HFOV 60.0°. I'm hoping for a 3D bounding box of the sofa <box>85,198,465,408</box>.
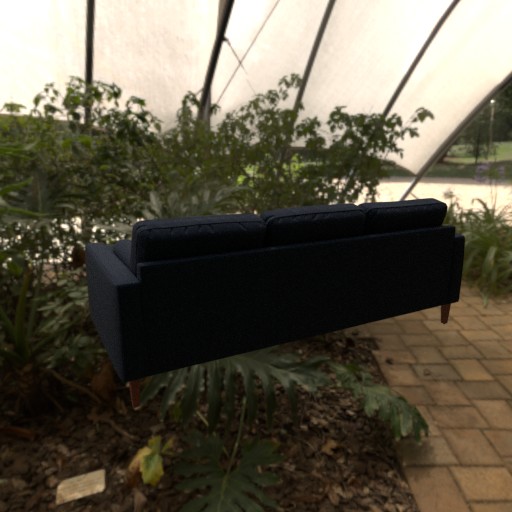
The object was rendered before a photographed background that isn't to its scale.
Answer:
[{"bbox_3d":[0.000,0.000,3.023,2.185,0.841,1.613,-7,16,-27],"label":"sofa"}]
